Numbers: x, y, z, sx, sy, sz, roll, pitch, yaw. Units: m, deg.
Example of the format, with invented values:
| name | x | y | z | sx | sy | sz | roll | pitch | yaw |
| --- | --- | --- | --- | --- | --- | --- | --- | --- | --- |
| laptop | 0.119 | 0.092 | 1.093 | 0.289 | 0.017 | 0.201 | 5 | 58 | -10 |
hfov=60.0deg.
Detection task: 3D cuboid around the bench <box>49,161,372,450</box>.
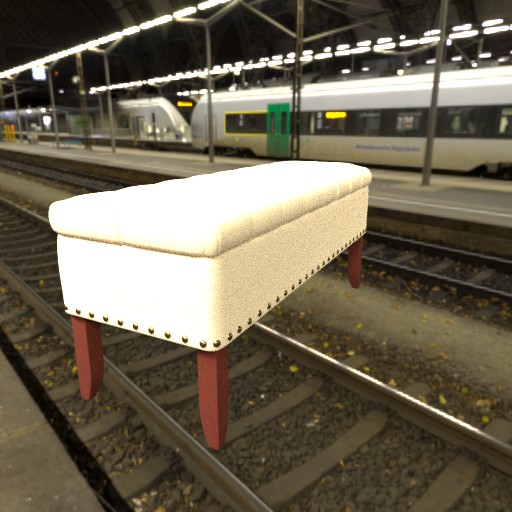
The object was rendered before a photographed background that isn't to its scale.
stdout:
| name | x | y | z | sx | sy | sz | roll | pitch | yaw |
| --- | --- | --- | --- | --- | --- | --- | --- | --- | --- |
| bench | 0.000 | 0.000 | 1.286 | 0.400 | 0.470 | 1.054 | 8 | 18 | 26 |
